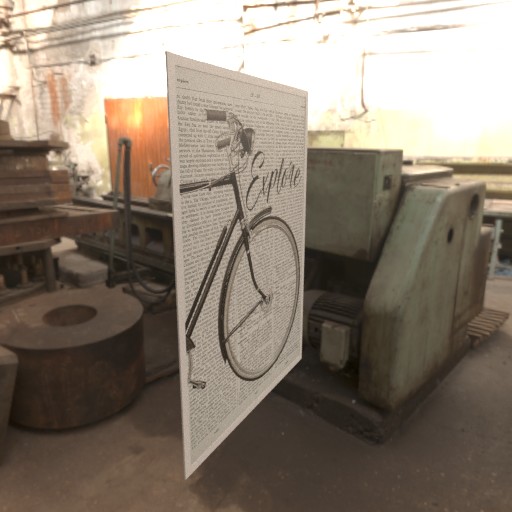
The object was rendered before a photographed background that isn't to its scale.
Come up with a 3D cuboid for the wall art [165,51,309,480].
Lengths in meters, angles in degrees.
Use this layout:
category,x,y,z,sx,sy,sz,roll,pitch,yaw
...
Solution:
category,x,y,z,sx,sy,sz,roll,pitch,yaw
wall art,0.000,0.000,0.804,0.003,0.610,0.457,7,16,28
